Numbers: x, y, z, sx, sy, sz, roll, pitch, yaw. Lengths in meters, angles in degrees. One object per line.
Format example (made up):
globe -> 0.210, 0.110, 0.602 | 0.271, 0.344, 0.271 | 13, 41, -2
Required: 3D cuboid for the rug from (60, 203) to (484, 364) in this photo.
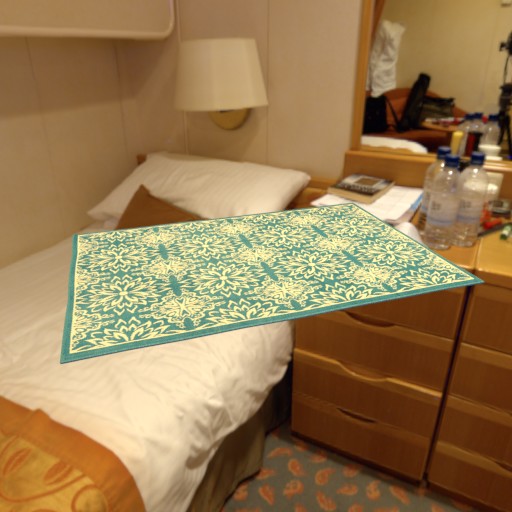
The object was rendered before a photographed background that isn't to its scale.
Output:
rug -> 0.000, 0.000, 3.491 | 2.769, 0.018, 1.830 | -8, 27, -17
